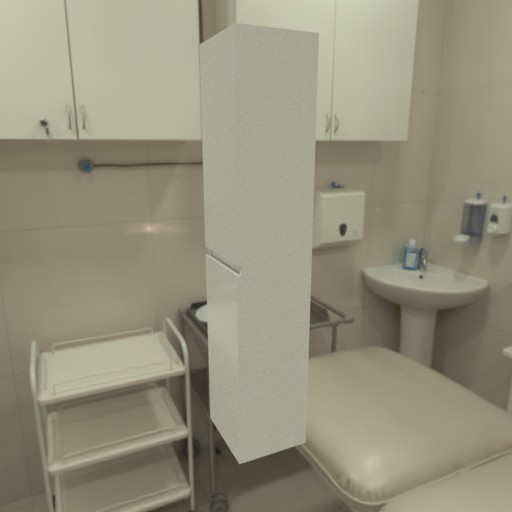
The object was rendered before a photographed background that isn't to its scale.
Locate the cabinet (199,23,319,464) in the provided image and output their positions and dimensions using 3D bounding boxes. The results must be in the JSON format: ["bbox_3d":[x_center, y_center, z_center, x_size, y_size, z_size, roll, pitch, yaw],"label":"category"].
[{"bbox_3d":[0.000,0.000,1.559,0.270,1.400,0.300,-7,16,-24],"label":"cabinet"}]
